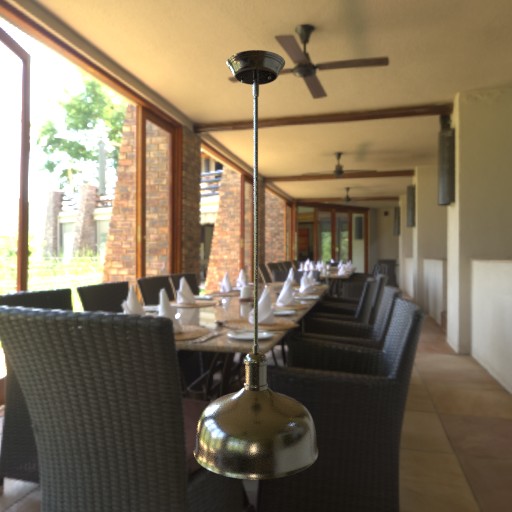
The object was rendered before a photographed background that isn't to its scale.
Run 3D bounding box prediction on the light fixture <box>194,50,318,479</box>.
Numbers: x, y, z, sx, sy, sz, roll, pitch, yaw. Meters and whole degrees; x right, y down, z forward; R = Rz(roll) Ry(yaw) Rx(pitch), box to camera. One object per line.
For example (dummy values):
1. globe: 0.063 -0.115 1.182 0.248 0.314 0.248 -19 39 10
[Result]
1. light fixture: 0.000 0.000 1.077 0.299 0.935 0.299 0 0 17
